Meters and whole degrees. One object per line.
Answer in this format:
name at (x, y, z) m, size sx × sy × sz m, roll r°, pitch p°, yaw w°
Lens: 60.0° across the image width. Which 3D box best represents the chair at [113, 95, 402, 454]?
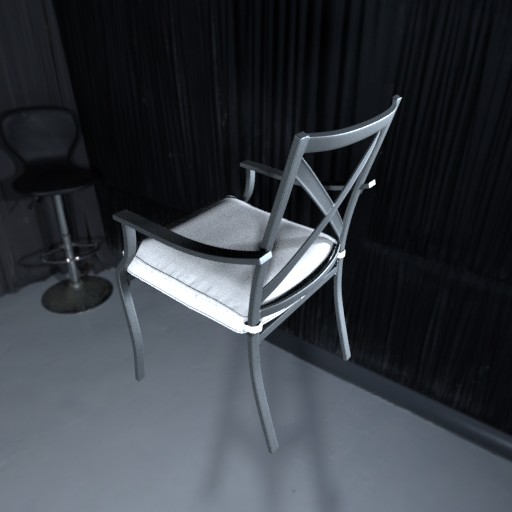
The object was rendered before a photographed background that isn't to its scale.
chair at (0.000, 0.000, 1.301) m, size 0.620 × 0.889 × 0.575 m, roll 20°, pitch 35°, yaw 31°
